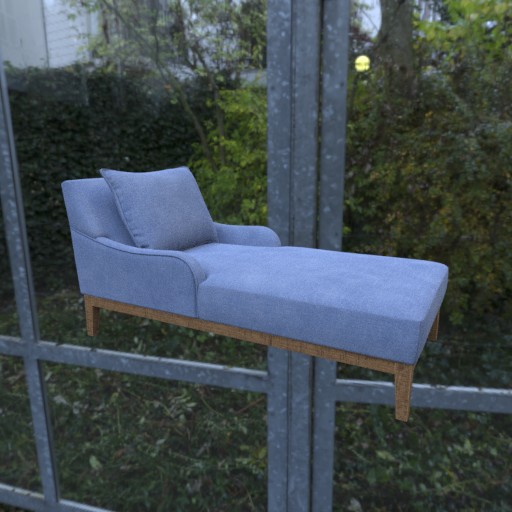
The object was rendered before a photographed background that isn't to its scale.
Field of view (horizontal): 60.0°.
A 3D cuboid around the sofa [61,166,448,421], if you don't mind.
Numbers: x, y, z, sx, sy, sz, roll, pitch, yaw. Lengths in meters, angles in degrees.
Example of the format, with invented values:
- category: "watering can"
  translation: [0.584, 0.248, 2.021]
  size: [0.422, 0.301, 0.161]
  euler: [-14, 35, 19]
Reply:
- category: "sofa"
  translation: [0.000, 0.000, 2.290]
  size: [1.779, 0.883, 0.904]
  euler: [7, 15, 28]
